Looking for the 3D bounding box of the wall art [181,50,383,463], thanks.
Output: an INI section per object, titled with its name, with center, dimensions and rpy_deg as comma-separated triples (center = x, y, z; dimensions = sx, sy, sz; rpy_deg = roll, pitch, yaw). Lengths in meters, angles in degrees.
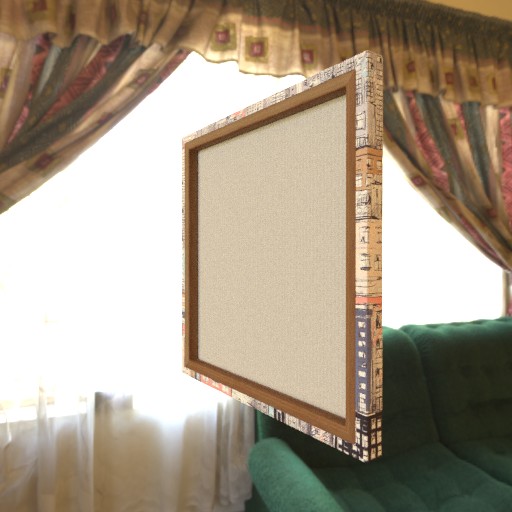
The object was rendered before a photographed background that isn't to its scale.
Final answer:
[wall art]
center = 0.000, 0.000, 0.905
dimensions = 0.038, 0.608, 0.607
rpy_deg = 0, 1, -36
